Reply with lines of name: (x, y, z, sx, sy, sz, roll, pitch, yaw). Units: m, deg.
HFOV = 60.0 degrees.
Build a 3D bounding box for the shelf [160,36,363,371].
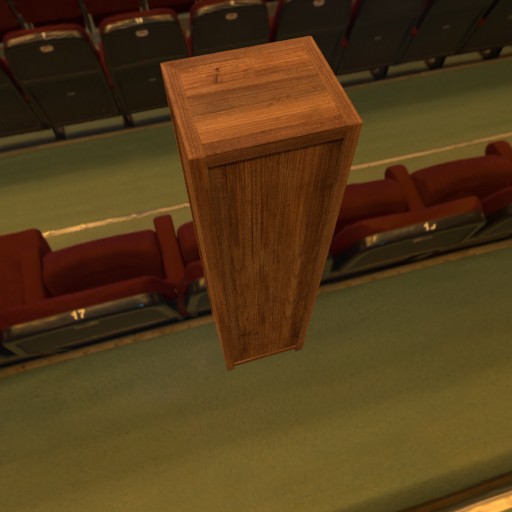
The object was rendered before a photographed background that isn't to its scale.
shelf: (0.000, 0.000, 2.123, 0.500, 1.900, 0.428, -14, 60, -8)
